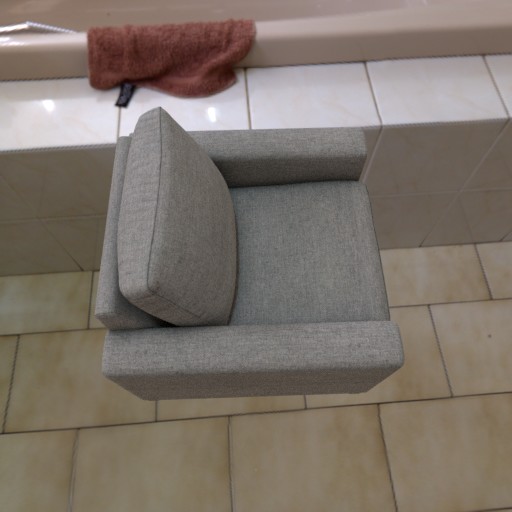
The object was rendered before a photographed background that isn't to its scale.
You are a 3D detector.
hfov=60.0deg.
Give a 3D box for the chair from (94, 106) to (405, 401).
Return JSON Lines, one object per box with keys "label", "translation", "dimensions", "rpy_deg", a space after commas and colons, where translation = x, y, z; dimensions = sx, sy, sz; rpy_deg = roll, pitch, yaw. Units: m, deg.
{"label": "chair", "translation": [0.000, 0.000, 1.837], "dimensions": [1.038, 1.010, 1.024], "rpy_deg": [-2, 64, -1]}
